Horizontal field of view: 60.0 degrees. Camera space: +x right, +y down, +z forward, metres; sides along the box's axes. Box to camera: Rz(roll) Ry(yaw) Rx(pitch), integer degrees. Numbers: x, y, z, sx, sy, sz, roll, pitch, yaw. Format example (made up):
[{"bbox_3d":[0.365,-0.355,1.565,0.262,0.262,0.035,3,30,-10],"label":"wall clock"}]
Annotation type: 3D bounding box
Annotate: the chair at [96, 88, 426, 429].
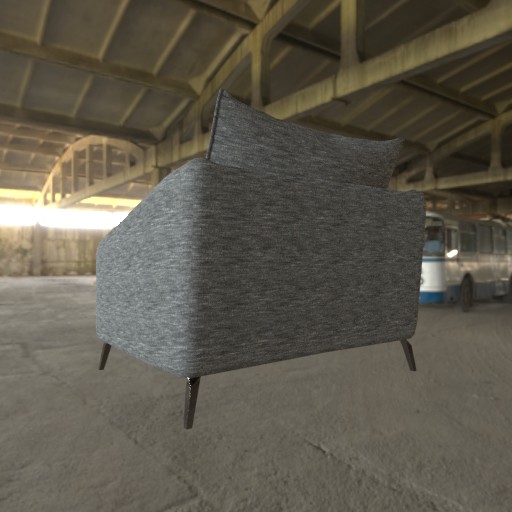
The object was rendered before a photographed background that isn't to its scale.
[{"bbox_3d":[0.000,0.000,1.625,1.004,0.842,0.805,0,0,-36],"label":"chair"}]
